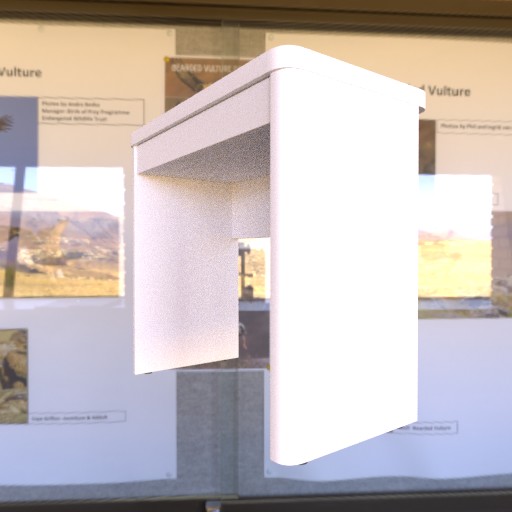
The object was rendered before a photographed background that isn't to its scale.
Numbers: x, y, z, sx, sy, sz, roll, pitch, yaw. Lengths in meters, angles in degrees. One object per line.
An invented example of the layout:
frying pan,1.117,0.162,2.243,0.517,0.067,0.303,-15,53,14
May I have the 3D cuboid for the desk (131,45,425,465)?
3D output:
desk,0.000,0.000,1.225,0.446,0.760,0.790,-1,1,-36
